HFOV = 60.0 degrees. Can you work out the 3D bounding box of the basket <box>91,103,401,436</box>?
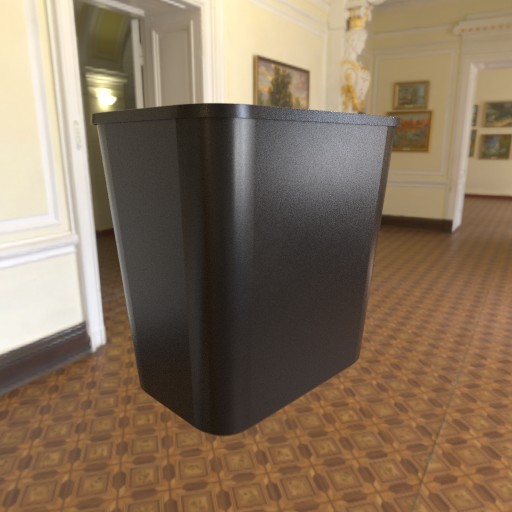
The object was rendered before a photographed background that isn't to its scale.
[{"bbox_3d":[0.000,0.000,0.511,0.211,0.307,0.300,14,20,43],"label":"basket"}]
